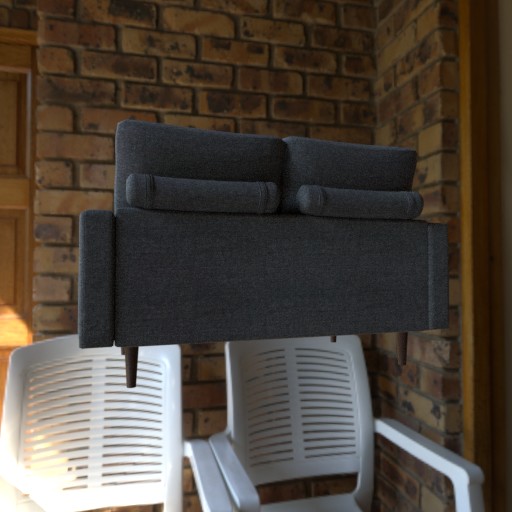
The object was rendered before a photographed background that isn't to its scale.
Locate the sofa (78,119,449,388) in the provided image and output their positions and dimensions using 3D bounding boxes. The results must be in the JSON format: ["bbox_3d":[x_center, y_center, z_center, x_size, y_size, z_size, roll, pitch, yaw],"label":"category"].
[{"bbox_3d":[0.000,0.000,1.945,1.407,0.907,0.842,1,-2,-19],"label":"sofa"}]
